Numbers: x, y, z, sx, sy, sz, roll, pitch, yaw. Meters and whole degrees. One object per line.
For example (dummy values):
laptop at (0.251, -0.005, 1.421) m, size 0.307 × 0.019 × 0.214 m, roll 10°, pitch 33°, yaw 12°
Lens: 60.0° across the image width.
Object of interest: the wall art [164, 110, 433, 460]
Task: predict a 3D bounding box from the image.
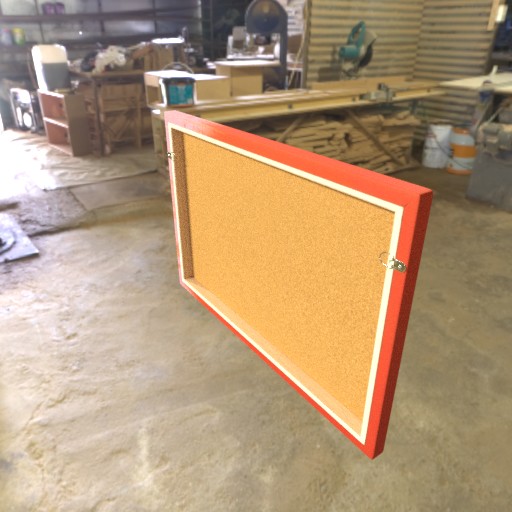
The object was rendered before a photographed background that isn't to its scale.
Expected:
wall art at (0.000, 0.000, 1.158) m, size 0.040 × 0.609 × 0.913 m, roll -18°, pitch 33°, yaw -31°
